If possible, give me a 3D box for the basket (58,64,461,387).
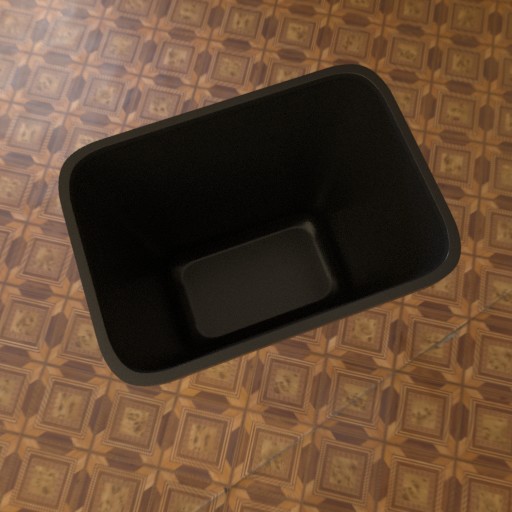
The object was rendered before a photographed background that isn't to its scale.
[{"bbox_3d":[0.000,0.000,0.510,0.300,0.307,0.211,-19,77,-5],"label":"basket"}]
